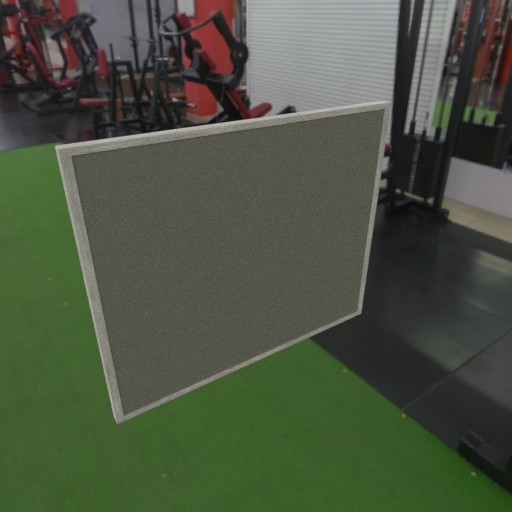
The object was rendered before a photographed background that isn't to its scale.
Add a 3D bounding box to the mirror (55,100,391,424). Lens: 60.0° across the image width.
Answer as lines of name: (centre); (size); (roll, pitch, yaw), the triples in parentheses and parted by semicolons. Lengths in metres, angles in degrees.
mirror: (0.000, 0.000, 1.143); (0.839, 0.689, 0.028); (-18, 33, -29)
